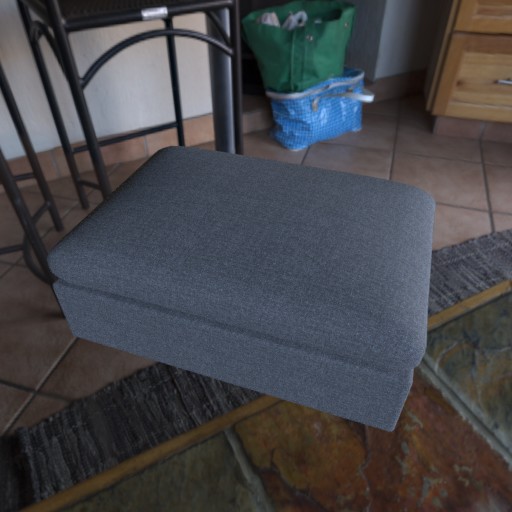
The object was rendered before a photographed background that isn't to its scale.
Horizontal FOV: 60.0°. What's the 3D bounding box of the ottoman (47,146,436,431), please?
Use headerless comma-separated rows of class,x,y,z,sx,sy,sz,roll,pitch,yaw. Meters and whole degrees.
ottoman,0.000,0.000,1.445,1.041,0.483,0.711,13,42,14
